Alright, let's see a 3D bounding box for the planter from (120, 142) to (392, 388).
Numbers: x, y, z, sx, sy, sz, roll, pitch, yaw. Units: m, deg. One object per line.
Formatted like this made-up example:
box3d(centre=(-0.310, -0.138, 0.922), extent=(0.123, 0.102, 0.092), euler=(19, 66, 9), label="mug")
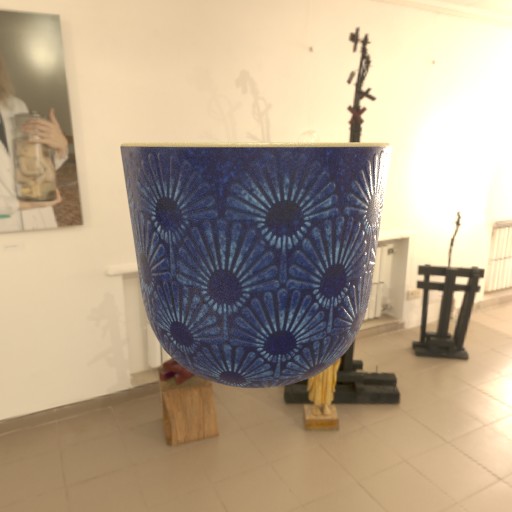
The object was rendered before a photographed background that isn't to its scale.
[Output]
box3d(centre=(0.000, 0.000, 0.307), extent=(0.170, 0.153, 0.170), euler=(0, 14, 0), label="planter")
